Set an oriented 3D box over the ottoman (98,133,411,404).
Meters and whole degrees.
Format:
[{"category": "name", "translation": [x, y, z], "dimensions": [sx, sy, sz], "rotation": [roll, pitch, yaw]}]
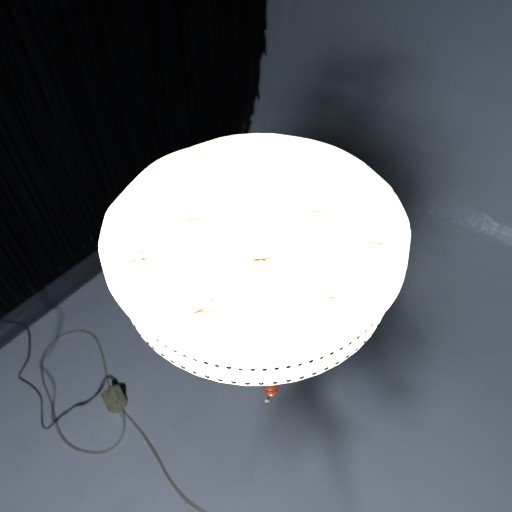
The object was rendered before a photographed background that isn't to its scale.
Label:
[{"category": "ottoman", "translation": [0.000, 0.000, 1.406], "dimensions": [0.901, 0.439, 0.901], "rotation": [0, 47, 0]}]
